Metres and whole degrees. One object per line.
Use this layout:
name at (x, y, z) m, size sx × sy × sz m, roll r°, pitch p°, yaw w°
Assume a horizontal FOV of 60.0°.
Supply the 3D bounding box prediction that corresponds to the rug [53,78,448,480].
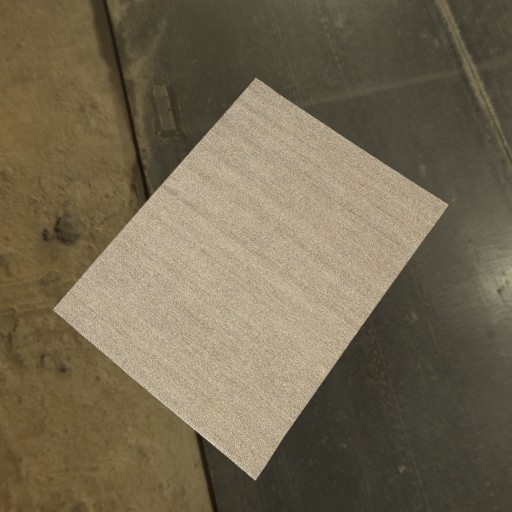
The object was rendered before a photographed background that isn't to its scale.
rug at (0.000, 0.000, 4.895) m, size 2.757 × 0.051 × 3.626 m, roll 37°, pitch 79°, yaw 8°
